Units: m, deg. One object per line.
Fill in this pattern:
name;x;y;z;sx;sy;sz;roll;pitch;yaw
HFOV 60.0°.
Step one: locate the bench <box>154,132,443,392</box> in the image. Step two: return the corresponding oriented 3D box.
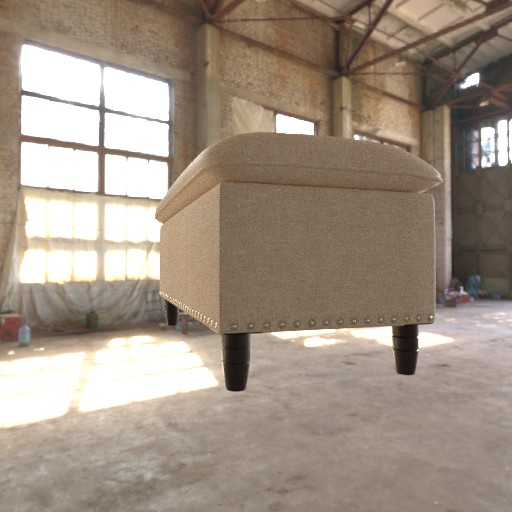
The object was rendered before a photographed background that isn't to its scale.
bench;0.000;0.000;1.240;0.483;0.483;0.991;0;-1;-18
